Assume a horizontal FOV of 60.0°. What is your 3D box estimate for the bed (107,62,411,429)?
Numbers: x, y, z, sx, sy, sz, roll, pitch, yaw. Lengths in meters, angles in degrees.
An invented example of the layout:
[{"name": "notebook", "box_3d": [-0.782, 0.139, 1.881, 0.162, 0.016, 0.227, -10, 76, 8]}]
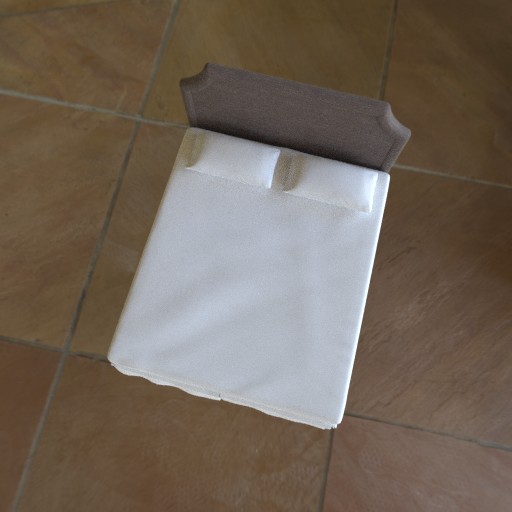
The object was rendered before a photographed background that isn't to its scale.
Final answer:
[{"name": "bed", "box_3d": [0.000, 0.000, 4.194, 2.350, 1.590, 2.773, 14, 74, 4]}]
